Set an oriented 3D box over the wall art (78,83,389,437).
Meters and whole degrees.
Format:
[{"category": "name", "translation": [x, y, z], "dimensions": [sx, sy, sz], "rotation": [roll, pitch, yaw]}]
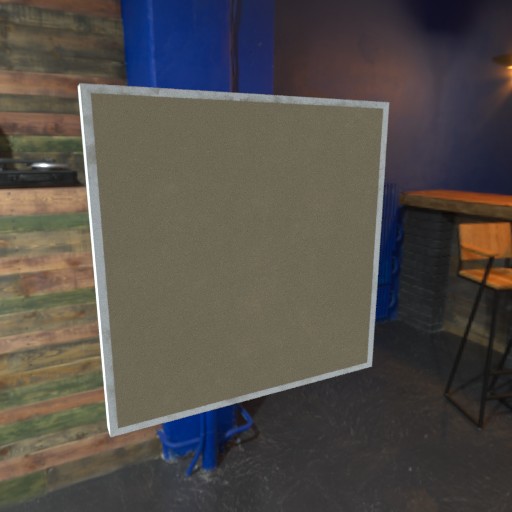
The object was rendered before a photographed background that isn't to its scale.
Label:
[{"category": "wall art", "translation": [0.000, 0.000, 0.737], "dimensions": [0.508, 0.506, 0.029], "rotation": [-7, 15, -26]}]
